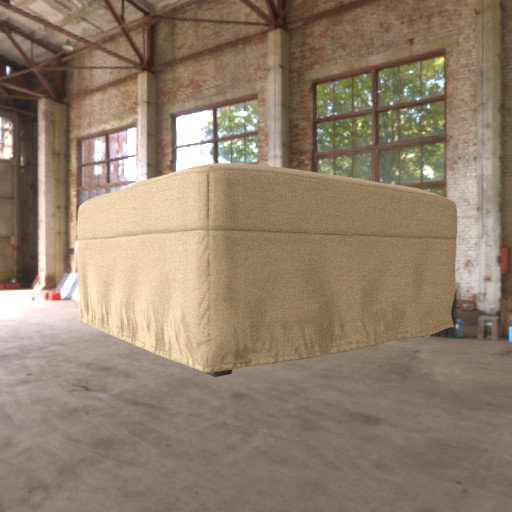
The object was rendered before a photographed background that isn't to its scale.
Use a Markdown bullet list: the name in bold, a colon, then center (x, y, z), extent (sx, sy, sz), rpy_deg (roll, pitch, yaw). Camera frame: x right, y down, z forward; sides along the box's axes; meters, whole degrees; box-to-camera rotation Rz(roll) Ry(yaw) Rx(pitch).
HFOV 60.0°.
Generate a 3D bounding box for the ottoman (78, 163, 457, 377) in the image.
- **ottoman**: center (0.000, 0.000, 1.333), extent (0.840, 0.436, 0.843), rpy_deg (0, 0, -37)
